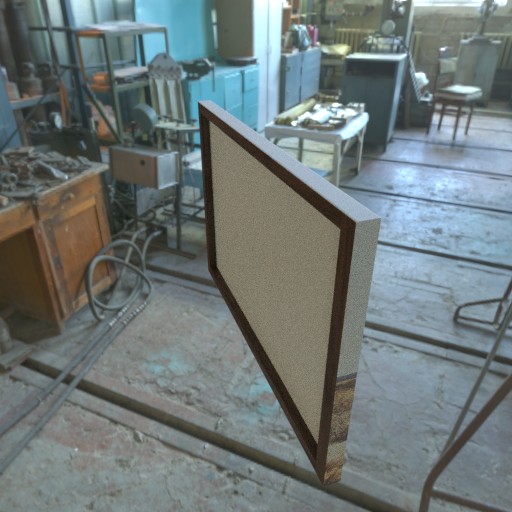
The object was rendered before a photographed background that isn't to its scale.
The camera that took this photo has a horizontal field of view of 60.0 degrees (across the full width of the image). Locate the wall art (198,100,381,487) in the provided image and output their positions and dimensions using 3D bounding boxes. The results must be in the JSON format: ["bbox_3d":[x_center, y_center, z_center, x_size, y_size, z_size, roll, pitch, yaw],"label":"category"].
[{"bbox_3d":[0.000,0.000,1.430,0.051,0.761,1.138,-11,32,-18],"label":"wall art"}]
